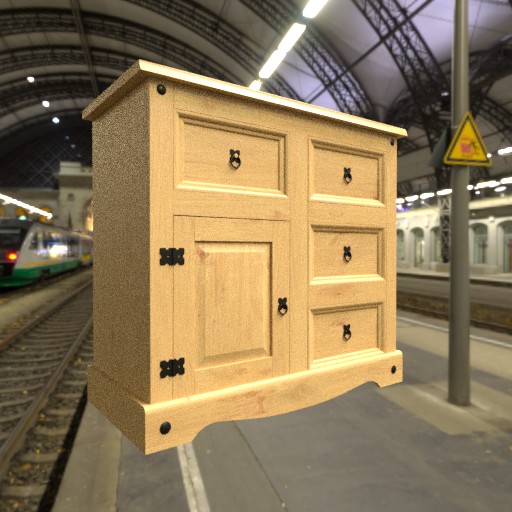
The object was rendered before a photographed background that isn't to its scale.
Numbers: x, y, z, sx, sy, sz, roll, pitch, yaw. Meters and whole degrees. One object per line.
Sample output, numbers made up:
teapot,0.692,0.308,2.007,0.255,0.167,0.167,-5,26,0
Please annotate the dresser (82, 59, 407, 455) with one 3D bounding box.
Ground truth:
dresser,0.000,0.000,1.372,0.915,0.835,0.440,-1,1,-36
